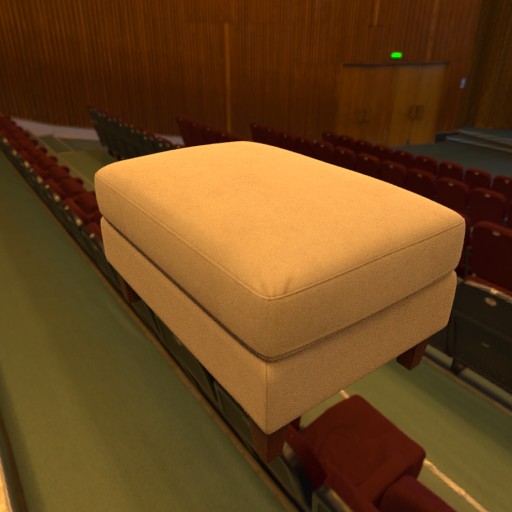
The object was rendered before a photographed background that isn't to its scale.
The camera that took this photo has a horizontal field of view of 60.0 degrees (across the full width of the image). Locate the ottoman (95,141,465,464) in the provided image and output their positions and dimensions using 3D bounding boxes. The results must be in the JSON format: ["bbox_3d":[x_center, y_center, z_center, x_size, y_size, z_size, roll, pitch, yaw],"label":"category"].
[{"bbox_3d":[0.000,0.000,1.205,0.584,0.483,0.864,-19,33,-32],"label":"ottoman"}]
